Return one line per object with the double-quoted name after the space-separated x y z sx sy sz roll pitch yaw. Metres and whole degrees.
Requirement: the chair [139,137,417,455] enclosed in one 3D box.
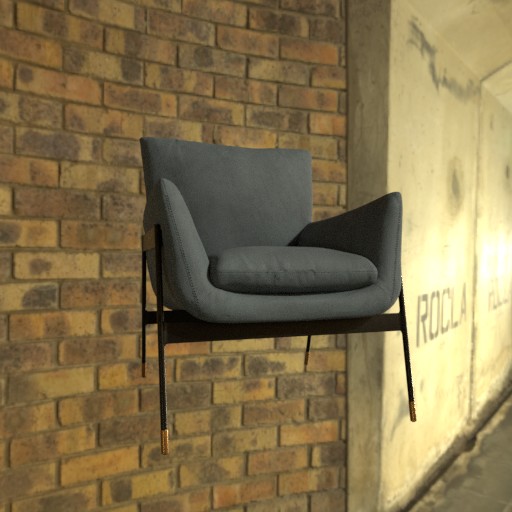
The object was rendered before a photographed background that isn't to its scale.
0.000 0.000 1.371 0.678 0.858 0.709 0 -1 -18 "chair"
